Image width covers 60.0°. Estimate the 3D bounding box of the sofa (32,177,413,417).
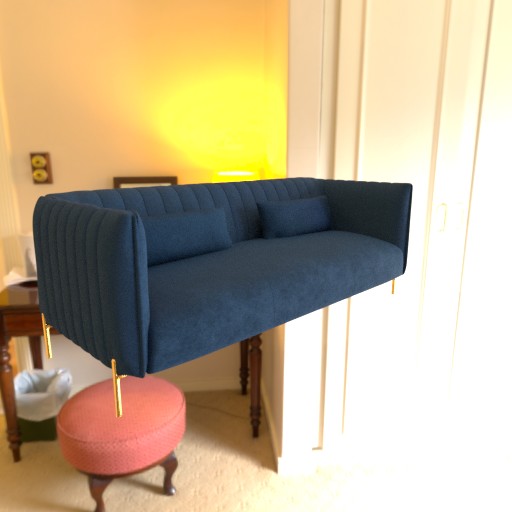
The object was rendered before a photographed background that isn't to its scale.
[{"bbox_3d":[0.000,0.000,2.524,2.136,0.793,0.896,-13,18,-43],"label":"sofa"}]
